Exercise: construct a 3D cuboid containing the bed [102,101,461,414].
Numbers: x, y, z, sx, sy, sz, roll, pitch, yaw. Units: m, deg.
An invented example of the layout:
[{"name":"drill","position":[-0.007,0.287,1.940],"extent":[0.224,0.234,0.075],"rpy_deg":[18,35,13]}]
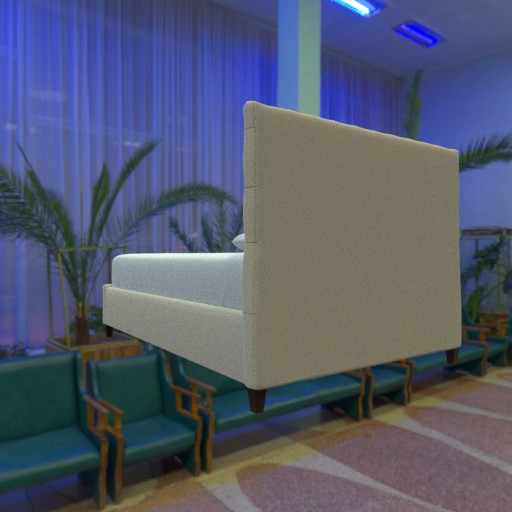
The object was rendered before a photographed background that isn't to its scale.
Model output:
[{"name":"bed","position":[0.000,0.000,3.431],"extent":[1.698,1.427,2.387],"rpy_deg":[0,0,-35]}]
